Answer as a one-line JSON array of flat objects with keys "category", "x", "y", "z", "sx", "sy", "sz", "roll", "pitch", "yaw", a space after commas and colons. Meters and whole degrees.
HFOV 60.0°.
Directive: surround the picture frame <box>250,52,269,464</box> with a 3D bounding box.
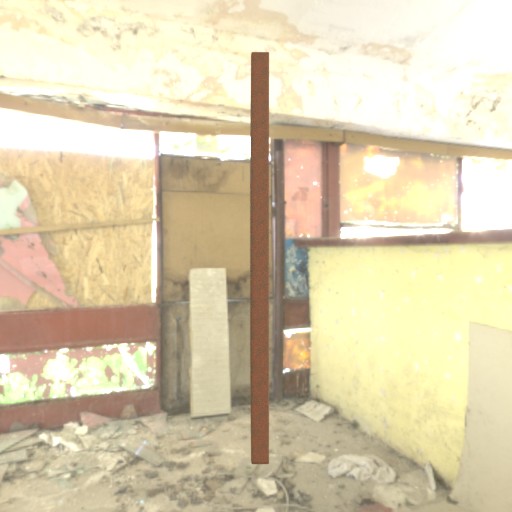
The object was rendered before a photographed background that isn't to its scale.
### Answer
[{"category": "picture frame", "x": 0.000, "y": 0.000, "z": 1.757, "sx": 0.045, "sy": 1.018, "sz": 1.329, "roll": 0, "pitch": 1, "yaw": -1}]
